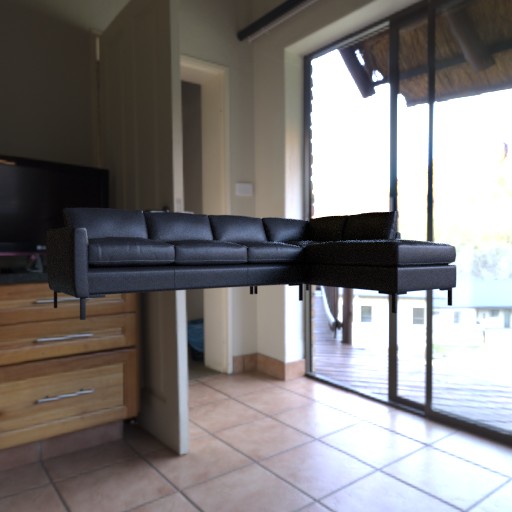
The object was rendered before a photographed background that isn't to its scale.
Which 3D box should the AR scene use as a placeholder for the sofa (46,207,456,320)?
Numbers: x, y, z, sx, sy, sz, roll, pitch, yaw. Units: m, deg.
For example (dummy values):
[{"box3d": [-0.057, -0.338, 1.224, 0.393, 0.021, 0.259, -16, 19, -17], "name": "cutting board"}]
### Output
[{"box3d": [0.000, 0.000, 3.801, 2.984, 0.877, 1.938, 0, 1, -36], "name": "sofa"}]
